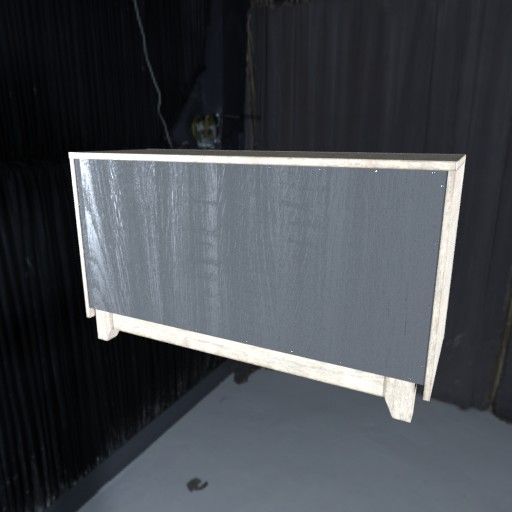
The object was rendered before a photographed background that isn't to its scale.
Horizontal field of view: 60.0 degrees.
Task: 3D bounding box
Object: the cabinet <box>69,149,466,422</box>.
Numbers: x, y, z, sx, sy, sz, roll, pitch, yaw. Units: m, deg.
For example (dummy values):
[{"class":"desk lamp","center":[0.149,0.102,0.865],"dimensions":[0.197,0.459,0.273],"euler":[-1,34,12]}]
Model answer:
[{"class":"cabinet","center":[0.000,0.000,1.824],"dimensions":[1.460,0.825,0.511],"euler":[8,17,26]}]
